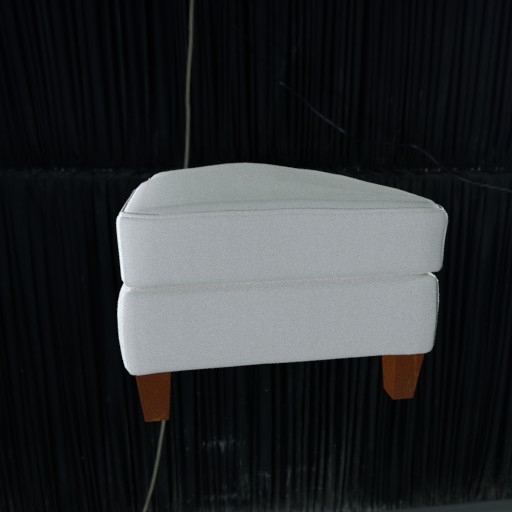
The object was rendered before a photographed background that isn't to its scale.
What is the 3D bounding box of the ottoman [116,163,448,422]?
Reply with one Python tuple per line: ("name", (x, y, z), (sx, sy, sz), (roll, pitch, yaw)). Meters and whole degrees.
("ottoman", (0.000, 0.000, 1.207), (0.634, 0.479, 0.818), (-2, 15, -9))
